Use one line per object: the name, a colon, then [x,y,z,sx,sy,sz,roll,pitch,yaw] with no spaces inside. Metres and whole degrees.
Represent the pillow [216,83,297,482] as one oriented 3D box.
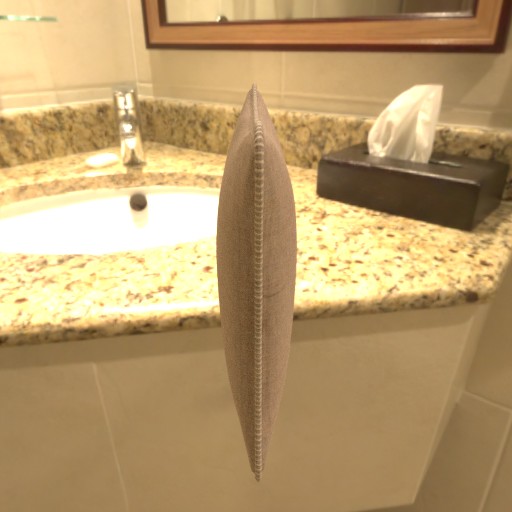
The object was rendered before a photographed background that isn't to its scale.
pillow: [0.000,0.000,0.728,0.124,0.494,0.485,0,26,-1]
